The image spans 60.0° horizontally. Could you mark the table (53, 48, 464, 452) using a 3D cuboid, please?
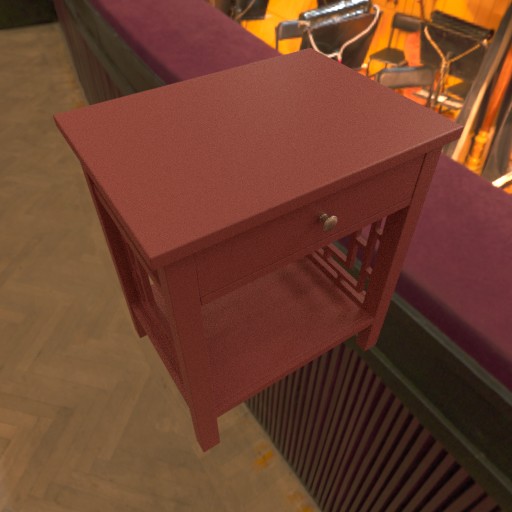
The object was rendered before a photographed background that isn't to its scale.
[{"bbox_3d":[0.000,0.000,1.040,0.599,0.686,0.451,-25,50,-23],"label":"table"}]
